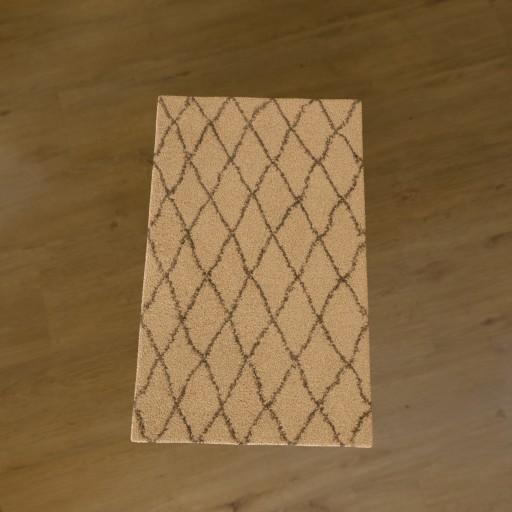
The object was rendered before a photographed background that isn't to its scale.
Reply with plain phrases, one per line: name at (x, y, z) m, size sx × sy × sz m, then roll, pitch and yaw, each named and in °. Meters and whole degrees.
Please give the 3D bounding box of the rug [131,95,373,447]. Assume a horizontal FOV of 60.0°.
rug at (0.000, 0.000, 3.061) m, size 1.524 × 0.030 × 2.438 m, roll 1°, pitch 77°, yaw 0°
